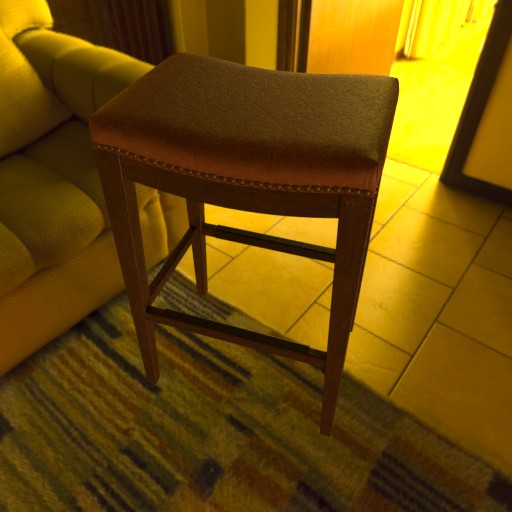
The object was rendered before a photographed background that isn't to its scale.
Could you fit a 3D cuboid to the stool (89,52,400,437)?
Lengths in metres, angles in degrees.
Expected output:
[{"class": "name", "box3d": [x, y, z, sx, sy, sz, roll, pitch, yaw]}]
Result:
[{"class": "stool", "box3d": [0.000, 0.000, 1.014, 0.500, 0.759, 0.361, 12, 44, 13]}]
